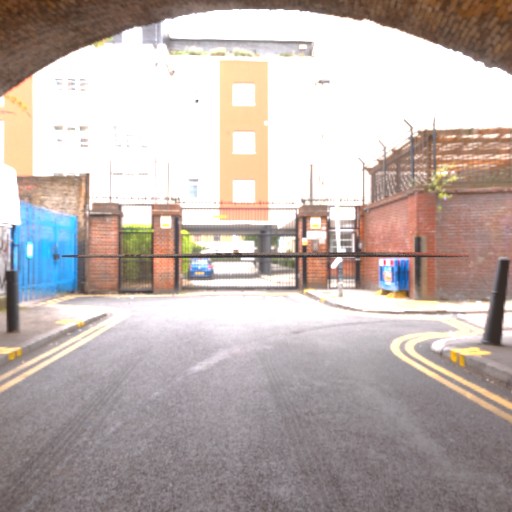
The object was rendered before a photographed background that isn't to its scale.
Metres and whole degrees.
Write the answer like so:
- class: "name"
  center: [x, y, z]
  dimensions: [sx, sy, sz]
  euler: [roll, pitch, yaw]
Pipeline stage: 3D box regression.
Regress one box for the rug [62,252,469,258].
- class: "rug"
  center: [0.000, 0.000, 3.003]
  dimensions: [2.446, 0.017, 1.530]
  euler: [0, -1, 36]
